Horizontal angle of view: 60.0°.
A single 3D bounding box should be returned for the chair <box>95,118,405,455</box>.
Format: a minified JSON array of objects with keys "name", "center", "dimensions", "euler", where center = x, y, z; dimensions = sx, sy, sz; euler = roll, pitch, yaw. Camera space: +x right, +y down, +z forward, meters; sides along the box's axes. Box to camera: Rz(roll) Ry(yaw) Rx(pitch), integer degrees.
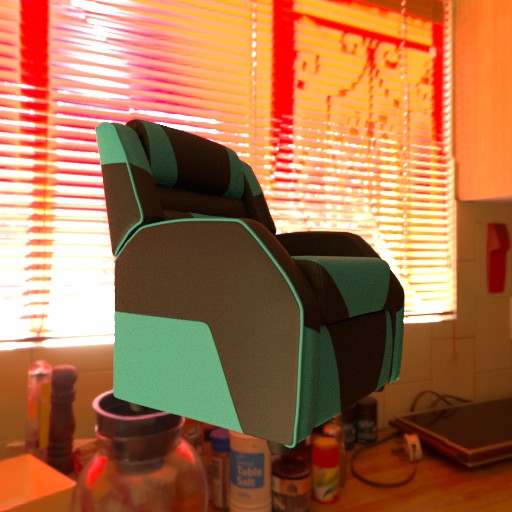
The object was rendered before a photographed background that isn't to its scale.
[{"name":"chair","center":[0.000,0.000,1.269],"dimensions":[0.672,0.805,0.620],"euler":[-1,-1,36]}]
